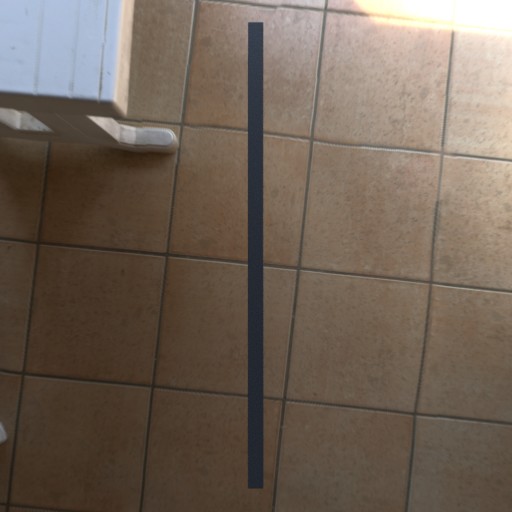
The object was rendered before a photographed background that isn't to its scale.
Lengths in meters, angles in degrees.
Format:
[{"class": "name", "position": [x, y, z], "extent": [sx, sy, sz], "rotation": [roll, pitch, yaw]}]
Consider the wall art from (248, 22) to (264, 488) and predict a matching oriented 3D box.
[{"class": "wall art", "position": [0.000, 0.000, 0.563], "extent": [0.016, 0.306, 0.432], "rotation": [0, 89, 0]}]
